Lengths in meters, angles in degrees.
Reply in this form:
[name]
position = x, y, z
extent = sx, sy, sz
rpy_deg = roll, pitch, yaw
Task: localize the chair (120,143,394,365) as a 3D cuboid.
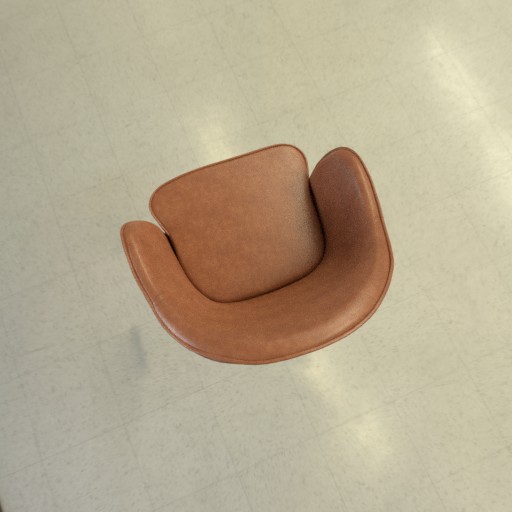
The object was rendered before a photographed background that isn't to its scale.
[chair]
position = 0.000, 0.000, 1.204
extent = 0.582, 0.785, 0.580
rpy_deg = -20, 76, -5
